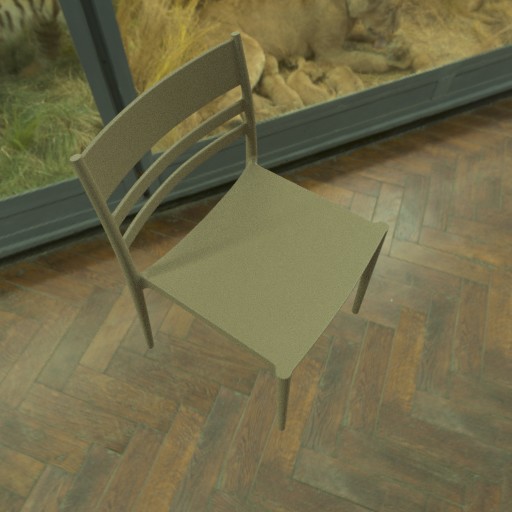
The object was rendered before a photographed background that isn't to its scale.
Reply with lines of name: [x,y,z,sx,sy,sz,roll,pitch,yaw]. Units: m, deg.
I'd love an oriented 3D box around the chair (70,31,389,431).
chair: [0.000,0.000,1.108,0.511,0.800,0.531,30,62,18]
